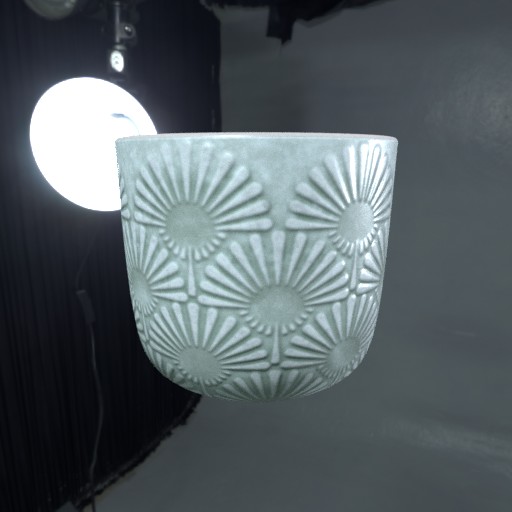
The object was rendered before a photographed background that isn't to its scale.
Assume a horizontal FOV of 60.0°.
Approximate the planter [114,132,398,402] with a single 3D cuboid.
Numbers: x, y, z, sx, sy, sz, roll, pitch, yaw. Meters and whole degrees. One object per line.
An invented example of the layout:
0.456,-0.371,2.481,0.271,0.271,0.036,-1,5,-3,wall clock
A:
0.000,0.000,0.214,0.124,0.109,0.124,0,13,0,planter
